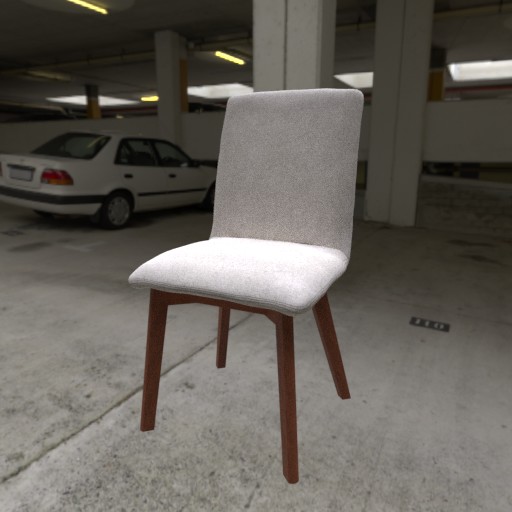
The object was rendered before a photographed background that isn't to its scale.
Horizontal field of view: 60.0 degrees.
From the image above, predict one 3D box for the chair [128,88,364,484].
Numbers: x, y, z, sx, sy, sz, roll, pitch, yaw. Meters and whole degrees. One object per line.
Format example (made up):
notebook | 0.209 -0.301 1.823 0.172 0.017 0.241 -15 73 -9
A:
chair | 0.000 0.000 1.298 0.522 0.974 0.563 6 15 26
